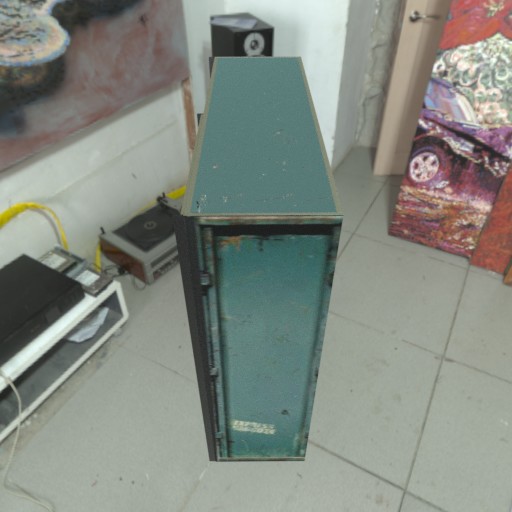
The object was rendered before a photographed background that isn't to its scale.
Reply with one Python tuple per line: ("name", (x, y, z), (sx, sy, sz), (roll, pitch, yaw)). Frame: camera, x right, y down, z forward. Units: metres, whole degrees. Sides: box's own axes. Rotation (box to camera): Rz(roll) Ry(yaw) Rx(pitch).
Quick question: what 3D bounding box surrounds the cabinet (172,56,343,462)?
("cabinet", (0.000, 0.000, 3.222), (0.680, 2.160, 2.000), (0, 41, 0))
